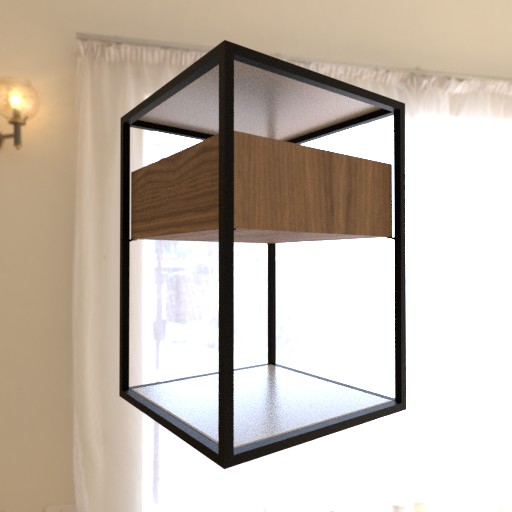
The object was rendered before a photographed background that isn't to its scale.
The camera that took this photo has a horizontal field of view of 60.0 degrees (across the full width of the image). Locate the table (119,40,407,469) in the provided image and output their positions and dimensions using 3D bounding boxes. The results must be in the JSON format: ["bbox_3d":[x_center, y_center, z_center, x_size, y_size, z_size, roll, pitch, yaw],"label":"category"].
[{"bbox_3d":[0.000,0.000,0.821,0.378,0.540,0.378,1,-1,-36],"label":"table"}]
